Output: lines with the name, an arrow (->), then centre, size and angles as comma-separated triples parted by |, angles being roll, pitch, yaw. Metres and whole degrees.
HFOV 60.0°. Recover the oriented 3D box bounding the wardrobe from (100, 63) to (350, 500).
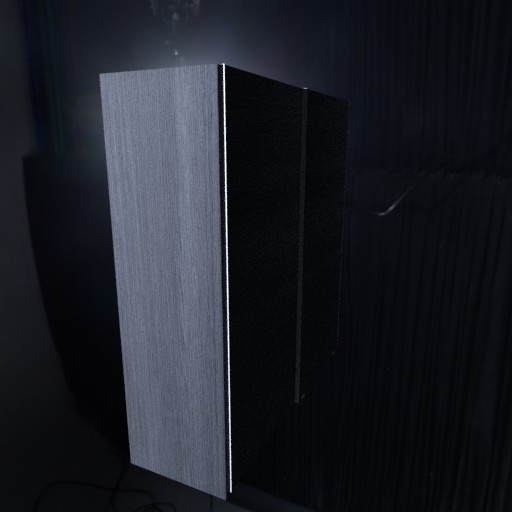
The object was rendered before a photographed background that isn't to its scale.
wardrobe -> 0.000, 0.000, 2.783 | 0.629, 1.960, 1.780 | 7, 16, 25
